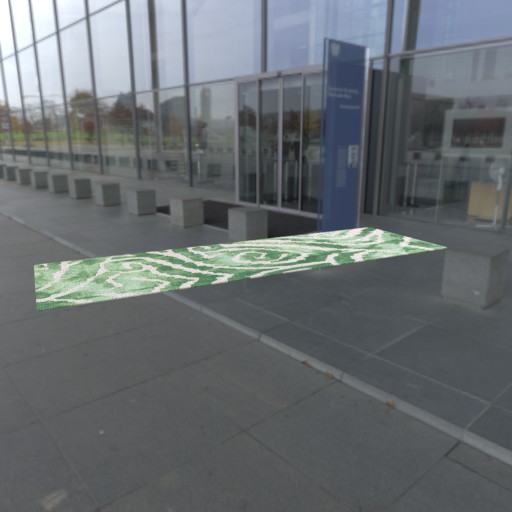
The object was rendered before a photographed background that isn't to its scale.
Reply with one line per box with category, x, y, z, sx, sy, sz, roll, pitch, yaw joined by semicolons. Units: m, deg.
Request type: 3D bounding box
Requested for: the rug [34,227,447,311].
rug;0.000;0.000;2.716;2.438;0.006;0.761;-7;17;-26
